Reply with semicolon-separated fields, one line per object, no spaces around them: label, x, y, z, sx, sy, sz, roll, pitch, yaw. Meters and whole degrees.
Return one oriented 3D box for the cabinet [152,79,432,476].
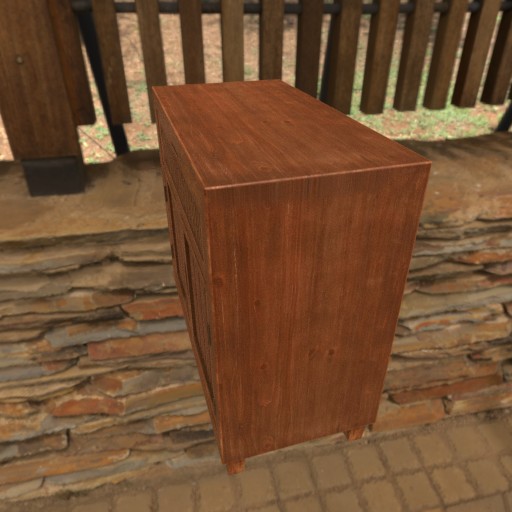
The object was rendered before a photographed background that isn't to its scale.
cabinet;0.000;0.000;1.249;0.412;0.785;0.796;-9;33;-14
